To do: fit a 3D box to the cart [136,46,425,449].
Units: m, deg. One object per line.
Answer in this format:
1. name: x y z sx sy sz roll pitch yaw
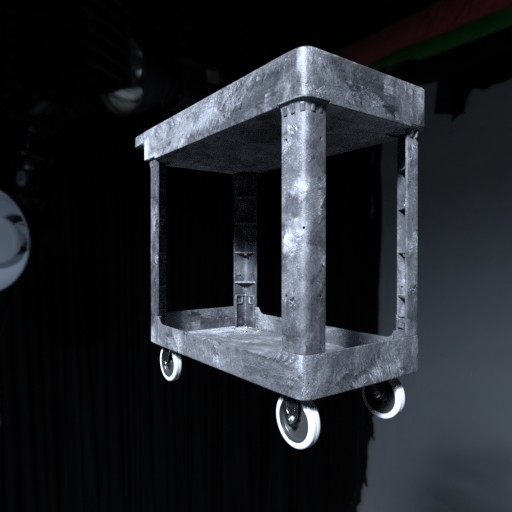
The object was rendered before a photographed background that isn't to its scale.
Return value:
1. cart: 0.000 0.000 1.327 0.420 0.824 0.877 0 1 -36
